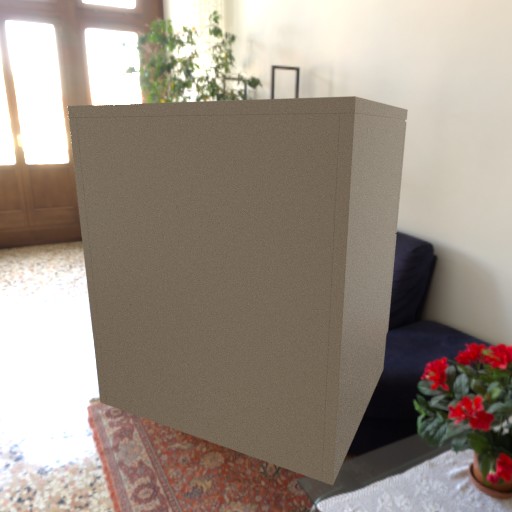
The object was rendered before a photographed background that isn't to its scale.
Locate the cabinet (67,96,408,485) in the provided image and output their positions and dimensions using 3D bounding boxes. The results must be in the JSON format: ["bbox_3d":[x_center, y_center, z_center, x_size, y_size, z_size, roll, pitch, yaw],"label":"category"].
[{"bbox_3d":[0.000,0.000,0.742,0.400,0.470,0.360,8,18,26],"label":"cabinet"}]
